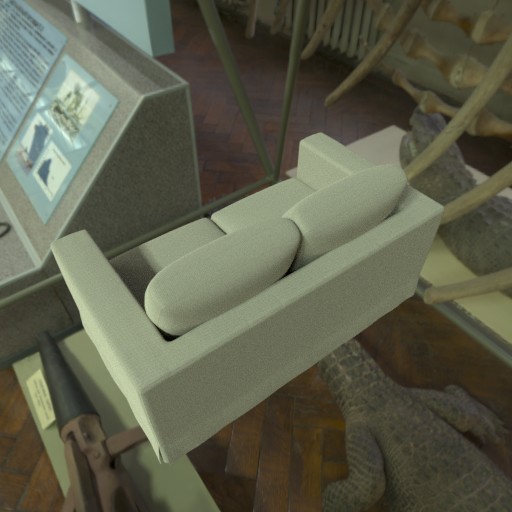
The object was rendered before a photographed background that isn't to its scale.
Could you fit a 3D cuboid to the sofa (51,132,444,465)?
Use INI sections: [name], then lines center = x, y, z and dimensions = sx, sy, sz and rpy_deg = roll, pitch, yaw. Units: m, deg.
[sofa]
center = 0.000, 0.000, 2.405
dimensions = 1.813, 0.932, 1.009
rpy_deg = -28, 51, -25
